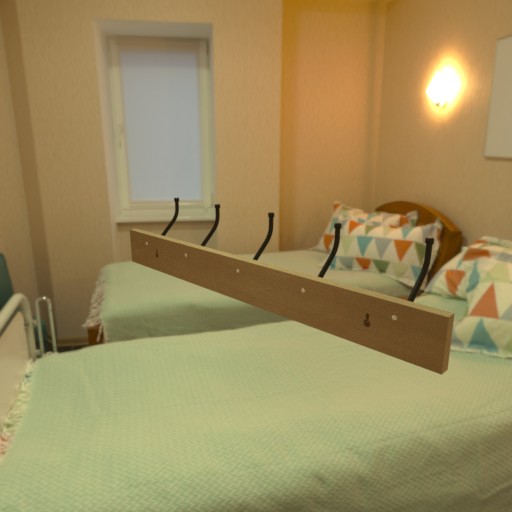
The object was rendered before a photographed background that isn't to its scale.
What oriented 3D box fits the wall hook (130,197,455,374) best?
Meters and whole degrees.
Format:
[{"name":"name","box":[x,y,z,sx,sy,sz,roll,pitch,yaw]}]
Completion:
[{"name":"wall hook","box":[0.000,0.000,0.629,0.571,0.117,0.071,14,21,43]}]
